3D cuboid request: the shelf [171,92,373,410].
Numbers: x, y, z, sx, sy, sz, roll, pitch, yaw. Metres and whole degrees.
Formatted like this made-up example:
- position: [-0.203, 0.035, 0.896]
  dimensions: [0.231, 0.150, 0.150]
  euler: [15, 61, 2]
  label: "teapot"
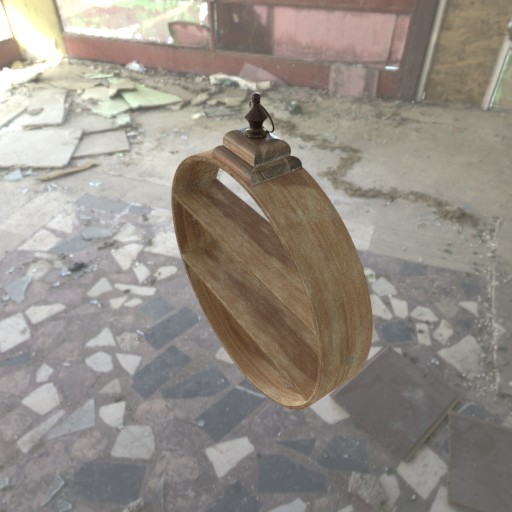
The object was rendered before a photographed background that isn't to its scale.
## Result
- position: [0.000, 0.000, 0.984]
  dimensions: [0.125, 0.725, 0.601]
  euler: [-24, 46, -26]
  label: "shelf"
